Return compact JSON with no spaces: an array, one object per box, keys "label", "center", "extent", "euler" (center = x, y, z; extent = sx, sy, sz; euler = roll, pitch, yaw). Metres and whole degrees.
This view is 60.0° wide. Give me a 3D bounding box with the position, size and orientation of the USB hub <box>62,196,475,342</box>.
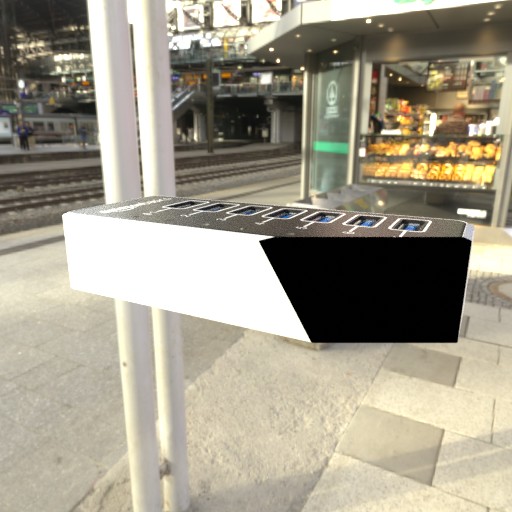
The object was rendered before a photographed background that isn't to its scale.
[{"label":"USB hub","center":[0.000,0.000,0.127],"extent":[0.110,0.023,0.044],"euler":[8,18,26]}]
